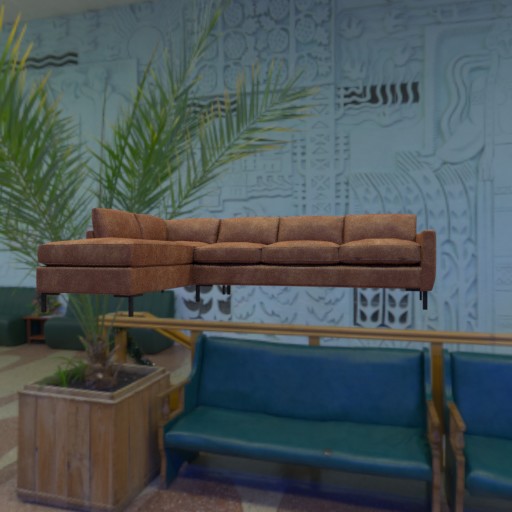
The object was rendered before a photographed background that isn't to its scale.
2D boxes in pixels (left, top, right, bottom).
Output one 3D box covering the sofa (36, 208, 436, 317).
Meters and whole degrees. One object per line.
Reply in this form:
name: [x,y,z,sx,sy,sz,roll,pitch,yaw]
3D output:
sofa: [0.000,0.000,3.897,2.984,0.877,1.938,0,0,17]
